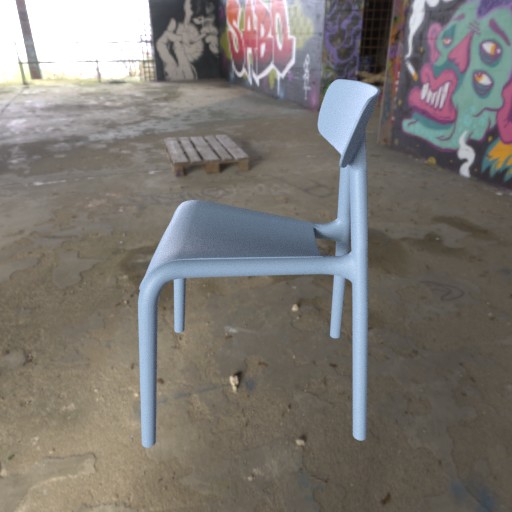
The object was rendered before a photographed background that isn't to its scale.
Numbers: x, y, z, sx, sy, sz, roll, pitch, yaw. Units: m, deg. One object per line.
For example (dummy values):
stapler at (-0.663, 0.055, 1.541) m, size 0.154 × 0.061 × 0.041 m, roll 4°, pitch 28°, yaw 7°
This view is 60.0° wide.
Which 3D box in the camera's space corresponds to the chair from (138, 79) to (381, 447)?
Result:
chair at (0.000, 0.000, 0.804) m, size 0.401 × 0.580 × 0.356 m, roll 0°, pitch 27°, yaw 0°
